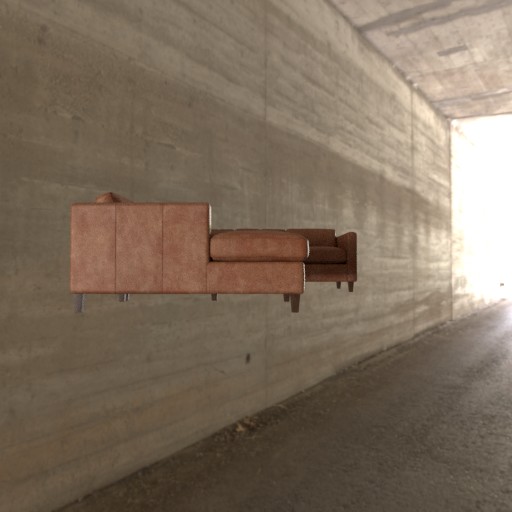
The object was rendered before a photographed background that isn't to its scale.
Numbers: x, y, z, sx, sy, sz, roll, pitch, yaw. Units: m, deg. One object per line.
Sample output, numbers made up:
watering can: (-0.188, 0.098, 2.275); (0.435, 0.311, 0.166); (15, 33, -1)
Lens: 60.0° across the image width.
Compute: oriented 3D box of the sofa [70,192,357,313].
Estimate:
sofa: (0.000, 0.000, 4.593); (2.430, 0.832, 3.401); (0, -1, 0)
